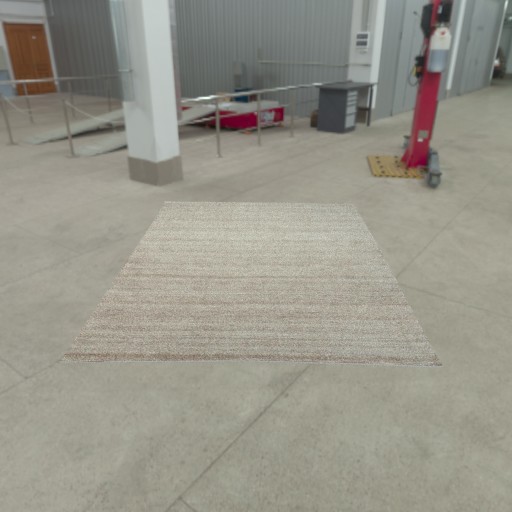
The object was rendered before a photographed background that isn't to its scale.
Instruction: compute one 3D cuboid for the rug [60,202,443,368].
[{"bbox_3d":[0.000,0.000,4.241,2.434,0.045,3.202,1,25,1],"label":"rug"}]
